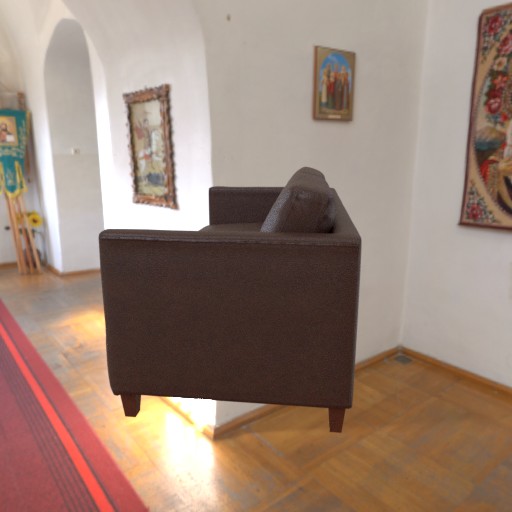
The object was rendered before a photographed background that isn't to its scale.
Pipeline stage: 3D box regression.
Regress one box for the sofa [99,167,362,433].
[{"bbox_3d":[0.000,0.000,2.458,0.951,0.933,1.883,2,14,7],"label":"sofa"}]
